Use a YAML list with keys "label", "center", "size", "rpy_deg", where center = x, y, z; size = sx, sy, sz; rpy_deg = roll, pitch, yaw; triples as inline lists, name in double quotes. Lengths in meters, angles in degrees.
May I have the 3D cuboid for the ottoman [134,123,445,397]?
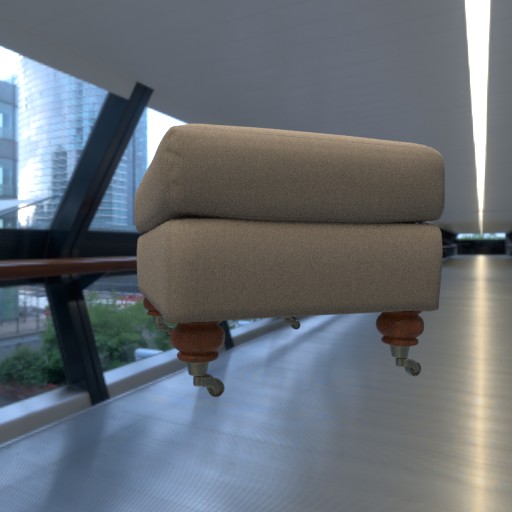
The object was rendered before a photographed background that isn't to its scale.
- label: "ottoman"
  center: [0.000, 0.000, 1.139]
  size: [0.574, 0.497, 0.773]
  rpy_deg: [0, 0, -19]
